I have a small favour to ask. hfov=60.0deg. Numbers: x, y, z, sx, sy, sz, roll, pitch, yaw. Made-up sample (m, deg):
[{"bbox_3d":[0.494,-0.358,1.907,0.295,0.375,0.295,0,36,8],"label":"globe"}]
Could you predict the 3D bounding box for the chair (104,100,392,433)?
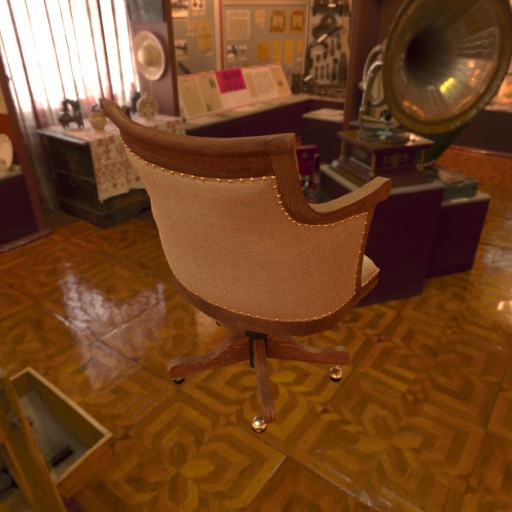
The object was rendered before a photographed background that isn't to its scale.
[{"bbox_3d":[0.000,0.000,1.427,0.656,0.965,0.689,21,35,33],"label":"chair"}]
